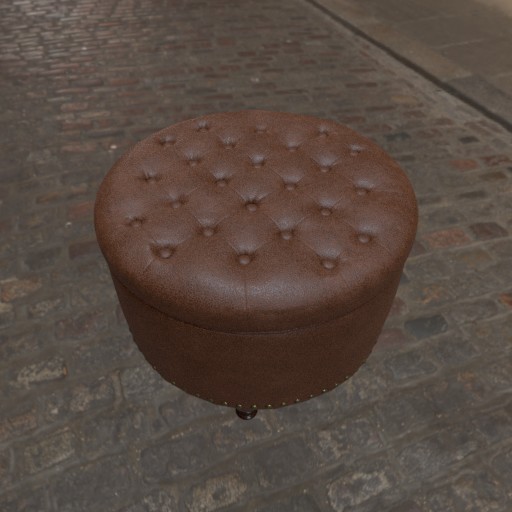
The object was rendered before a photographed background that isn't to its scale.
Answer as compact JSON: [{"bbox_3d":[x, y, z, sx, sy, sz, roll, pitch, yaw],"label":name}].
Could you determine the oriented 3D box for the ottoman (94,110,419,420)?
[{"bbox_3d":[0.000,0.000,1.025,0.637,0.442,0.637,0,45,0],"label":"ottoman"}]
